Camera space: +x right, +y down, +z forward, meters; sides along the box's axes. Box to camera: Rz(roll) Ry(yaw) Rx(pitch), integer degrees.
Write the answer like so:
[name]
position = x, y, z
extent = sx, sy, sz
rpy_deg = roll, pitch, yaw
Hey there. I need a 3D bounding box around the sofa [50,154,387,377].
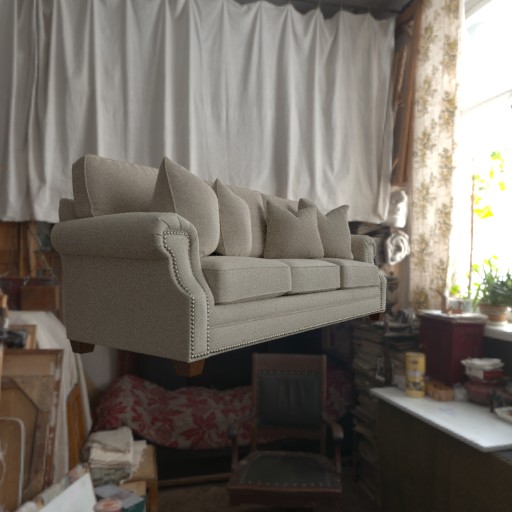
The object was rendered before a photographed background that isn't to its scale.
[sofa]
position = 0.000, 0.000, 2.852
extent = 0.965, 0.975, 2.312
rpy_deg = 0, -1, 36
